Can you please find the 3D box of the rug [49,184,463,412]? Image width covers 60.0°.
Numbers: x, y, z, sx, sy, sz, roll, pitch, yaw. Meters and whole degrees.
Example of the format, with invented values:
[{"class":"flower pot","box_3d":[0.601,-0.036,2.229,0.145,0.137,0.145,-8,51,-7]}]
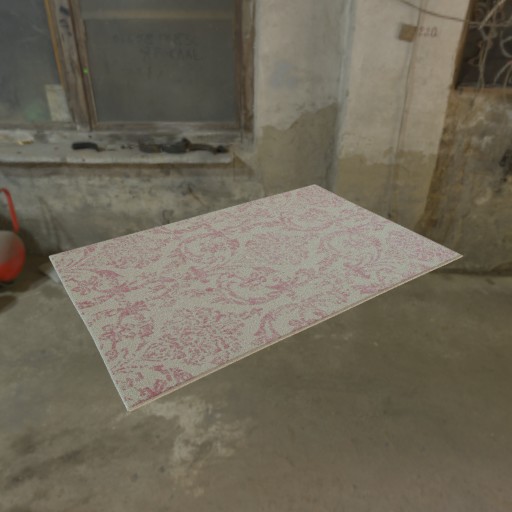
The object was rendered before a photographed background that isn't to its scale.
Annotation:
[{"class":"rug","box_3d":[0.000,0.000,2.360,1.839,0.012,1.219,-19,36,-28]}]
